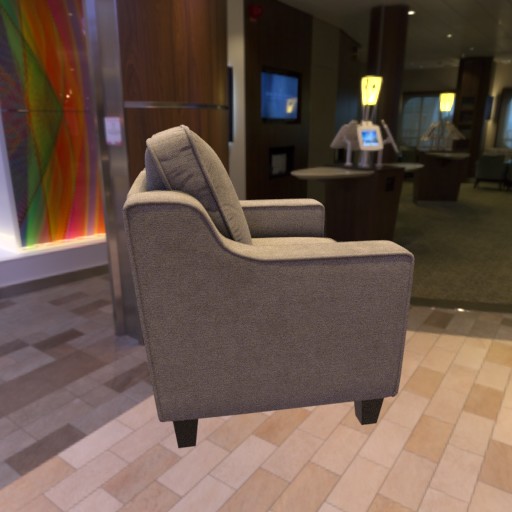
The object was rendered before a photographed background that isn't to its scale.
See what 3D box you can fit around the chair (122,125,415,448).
[{"bbox_3d":[0.000,0.000,1.664,0.840,0.944,0.926,-3,17,-10],"label":"chair"}]
